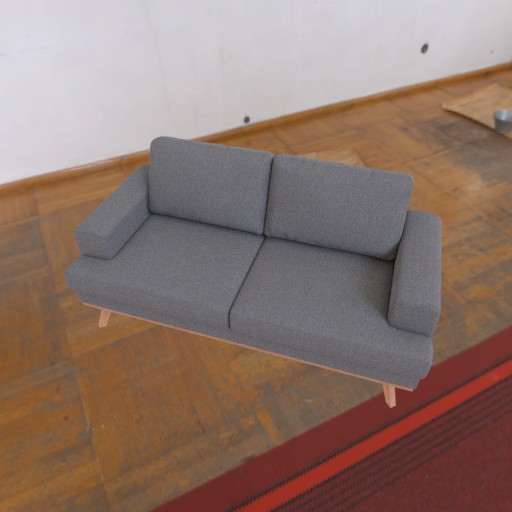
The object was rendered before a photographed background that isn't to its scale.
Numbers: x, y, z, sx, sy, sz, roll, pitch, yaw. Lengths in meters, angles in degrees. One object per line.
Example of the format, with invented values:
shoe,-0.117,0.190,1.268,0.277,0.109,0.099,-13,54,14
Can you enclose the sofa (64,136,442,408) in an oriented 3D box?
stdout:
sofa,0.000,0.000,2.122,1.650,0.810,0.785,12,43,13
